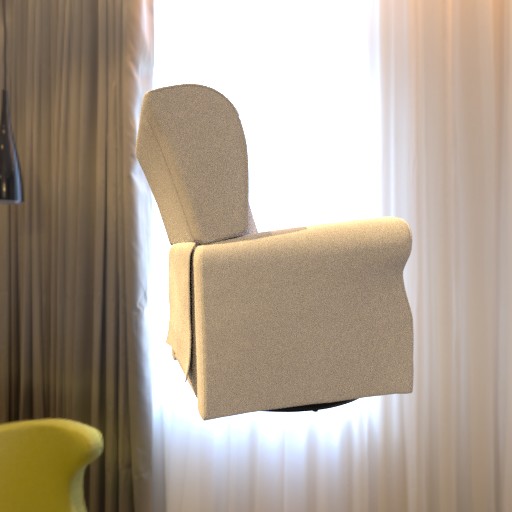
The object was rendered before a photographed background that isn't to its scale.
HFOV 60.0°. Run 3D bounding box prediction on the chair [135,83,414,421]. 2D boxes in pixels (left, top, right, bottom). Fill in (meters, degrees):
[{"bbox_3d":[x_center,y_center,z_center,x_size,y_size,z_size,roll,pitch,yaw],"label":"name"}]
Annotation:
[{"bbox_3d":[0.000,0.000,1.665,0.854,0.967,0.906,0,1,-17],"label":"chair"}]
